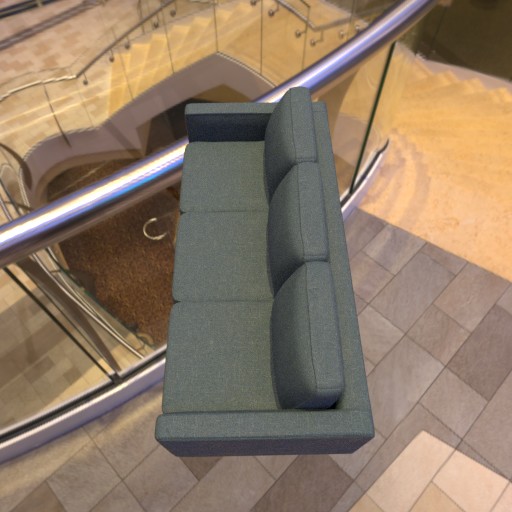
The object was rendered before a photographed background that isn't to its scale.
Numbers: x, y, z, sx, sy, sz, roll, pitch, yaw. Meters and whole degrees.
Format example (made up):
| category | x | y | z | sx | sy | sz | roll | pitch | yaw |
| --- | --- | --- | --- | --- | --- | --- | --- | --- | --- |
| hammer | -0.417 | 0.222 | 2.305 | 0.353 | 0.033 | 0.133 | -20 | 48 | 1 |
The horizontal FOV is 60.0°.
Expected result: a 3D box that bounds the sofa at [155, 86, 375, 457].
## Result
| category | x | y | z | sx | sy | sz | roll | pitch | yaw |
| --- | --- | --- | --- | --- | --- | --- | --- | --- | --- |
| sofa | 0.000 | 0.000 | 2.508 | 0.935 | 0.945 | 2.013 | -1 | 59 | -1 |
